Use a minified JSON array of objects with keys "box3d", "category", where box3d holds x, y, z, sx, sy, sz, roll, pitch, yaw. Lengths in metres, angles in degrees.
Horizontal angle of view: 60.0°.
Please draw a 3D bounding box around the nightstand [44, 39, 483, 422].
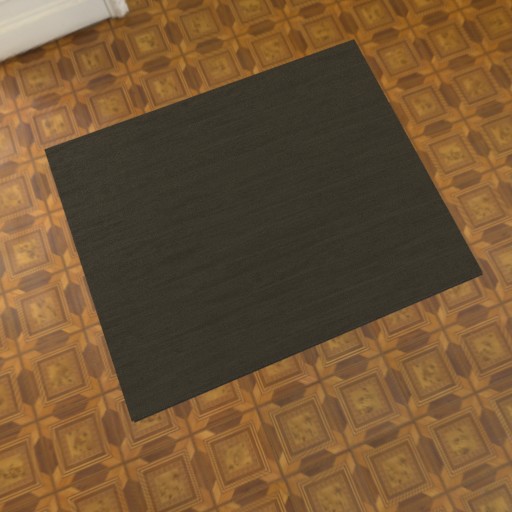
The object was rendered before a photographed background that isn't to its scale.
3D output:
[{"box3d":[0.000,0.000,0.747,0.427,0.448,0.347,-22,77,-5],"category":"nightstand"}]
